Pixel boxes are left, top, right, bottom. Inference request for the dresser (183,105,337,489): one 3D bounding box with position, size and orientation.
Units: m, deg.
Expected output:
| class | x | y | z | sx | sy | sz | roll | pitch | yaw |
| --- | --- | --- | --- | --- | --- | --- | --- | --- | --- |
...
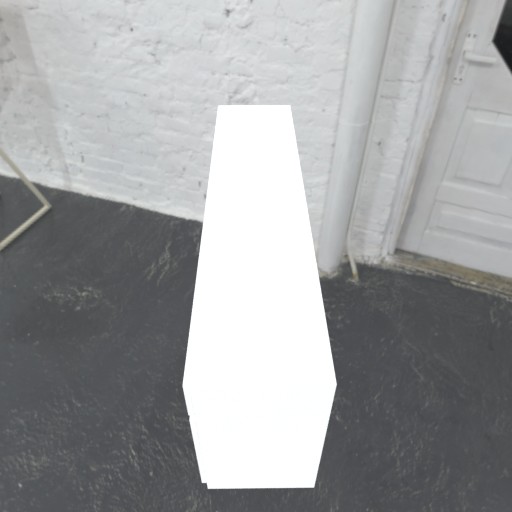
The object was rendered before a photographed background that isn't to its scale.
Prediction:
| class | x | y | z | sx | sy | sz | roll | pitch | yaw |
| --- | --- | --- | --- | --- | --- | --- | --- | --- | --- |
| dresser | 0.000 | 0.000 | 2.537 | 0.500 | 0.840 | 2.200 | 0 | 42 | 0 |
